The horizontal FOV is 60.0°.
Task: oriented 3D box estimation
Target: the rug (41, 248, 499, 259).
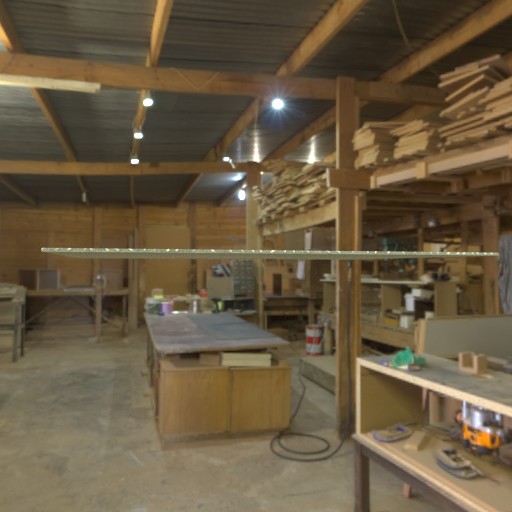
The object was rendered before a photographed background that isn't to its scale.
[{"bbox_3d":[0.000,0.000,2.703,2.144,0.015,1.543,0,-1,-17],"label":"rug"}]
